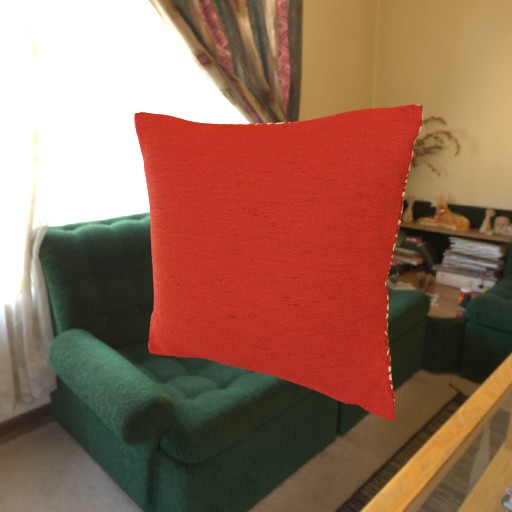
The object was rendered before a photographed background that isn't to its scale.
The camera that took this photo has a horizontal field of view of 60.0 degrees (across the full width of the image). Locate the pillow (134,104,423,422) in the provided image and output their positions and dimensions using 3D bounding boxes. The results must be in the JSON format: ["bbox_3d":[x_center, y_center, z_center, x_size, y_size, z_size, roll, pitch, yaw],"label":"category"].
[{"bbox_3d":[0.000,0.000,0.660,0.438,0.419,0.162,8,17,27],"label":"pillow"}]
